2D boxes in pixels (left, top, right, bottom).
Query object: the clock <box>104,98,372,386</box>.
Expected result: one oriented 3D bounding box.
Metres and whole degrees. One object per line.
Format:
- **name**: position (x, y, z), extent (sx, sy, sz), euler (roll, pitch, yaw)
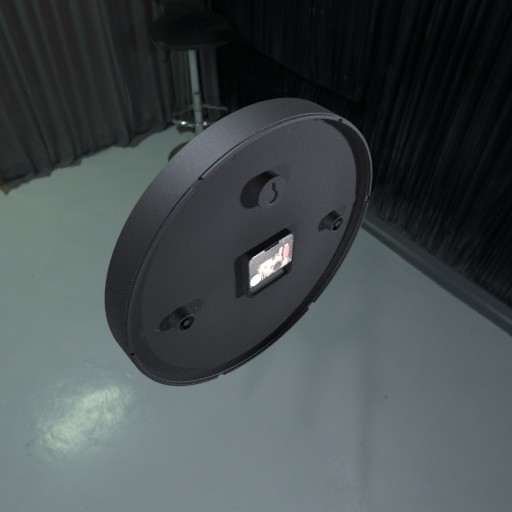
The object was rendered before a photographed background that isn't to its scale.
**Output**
- **clock**: position (0.000, 0.000, 0.425), extent (0.293, 0.293, 0.040), euler (-32, 54, -27)
